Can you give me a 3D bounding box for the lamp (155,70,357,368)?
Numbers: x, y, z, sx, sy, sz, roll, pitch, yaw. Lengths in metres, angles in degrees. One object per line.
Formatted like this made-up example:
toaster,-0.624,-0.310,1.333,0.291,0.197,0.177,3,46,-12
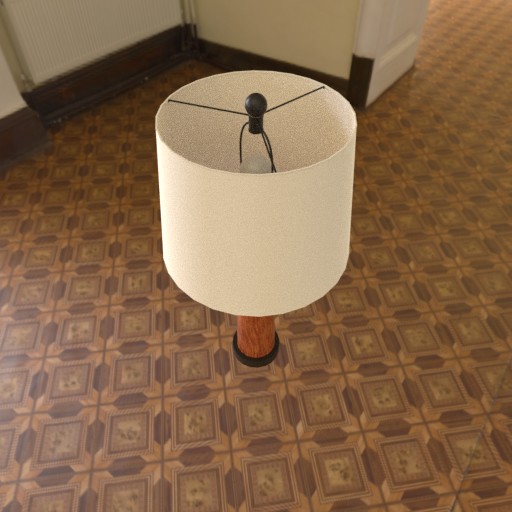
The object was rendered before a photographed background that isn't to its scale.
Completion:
lamp,0.000,0.000,0.867,0.349,0.667,0.349,0,47,0
